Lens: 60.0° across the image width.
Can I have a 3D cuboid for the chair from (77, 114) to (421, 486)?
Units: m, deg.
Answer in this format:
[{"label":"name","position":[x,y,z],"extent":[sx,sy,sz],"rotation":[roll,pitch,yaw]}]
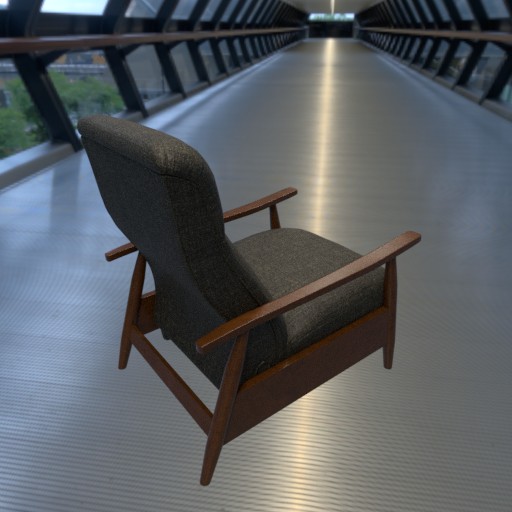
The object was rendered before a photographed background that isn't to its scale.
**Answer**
[{"label":"chair","position":[0.000,0.000,1.712],"extent":[1.014,1.082,0.762],"rotation":[-18,32,-33]}]
